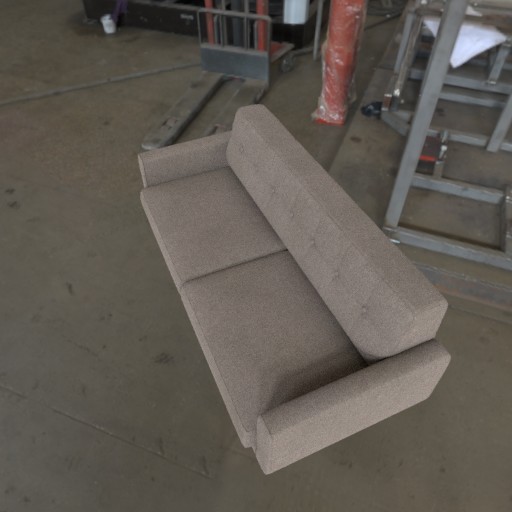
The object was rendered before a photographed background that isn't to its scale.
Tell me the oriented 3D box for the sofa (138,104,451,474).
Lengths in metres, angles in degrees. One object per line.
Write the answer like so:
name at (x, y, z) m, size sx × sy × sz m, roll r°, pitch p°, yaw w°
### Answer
sofa at (0.000, 0.000, 2.473) m, size 0.909 × 0.841 × 2.029 m, roll -18°, pitch 49°, yaw -16°
